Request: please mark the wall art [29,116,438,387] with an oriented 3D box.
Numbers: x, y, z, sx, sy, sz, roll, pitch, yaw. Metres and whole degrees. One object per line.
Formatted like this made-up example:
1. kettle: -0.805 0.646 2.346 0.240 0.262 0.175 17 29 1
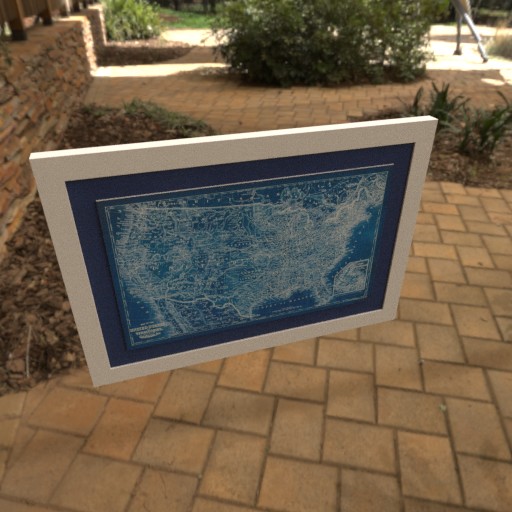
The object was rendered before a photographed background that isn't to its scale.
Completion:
1. wall art: 0.000 0.000 1.630 1.308 0.902 0.051 -10 34 -15
